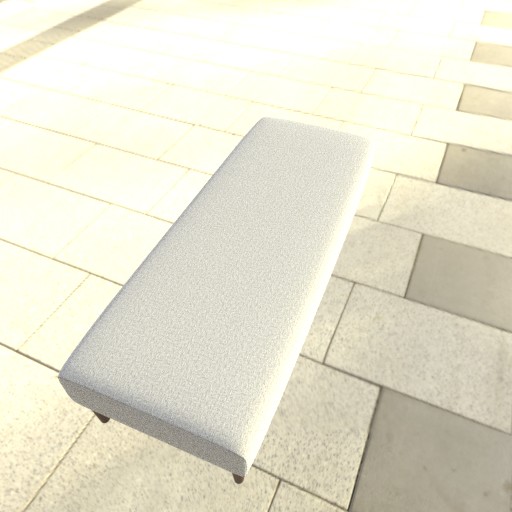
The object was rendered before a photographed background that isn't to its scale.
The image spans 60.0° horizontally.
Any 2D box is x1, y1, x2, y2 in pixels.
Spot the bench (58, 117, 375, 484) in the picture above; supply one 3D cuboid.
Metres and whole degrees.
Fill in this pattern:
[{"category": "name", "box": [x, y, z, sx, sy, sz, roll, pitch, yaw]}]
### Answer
[{"category": "bench", "box": [0.000, 0.000, 1.808, 0.631, 0.383, 1.598, 17, 48, 15]}]
